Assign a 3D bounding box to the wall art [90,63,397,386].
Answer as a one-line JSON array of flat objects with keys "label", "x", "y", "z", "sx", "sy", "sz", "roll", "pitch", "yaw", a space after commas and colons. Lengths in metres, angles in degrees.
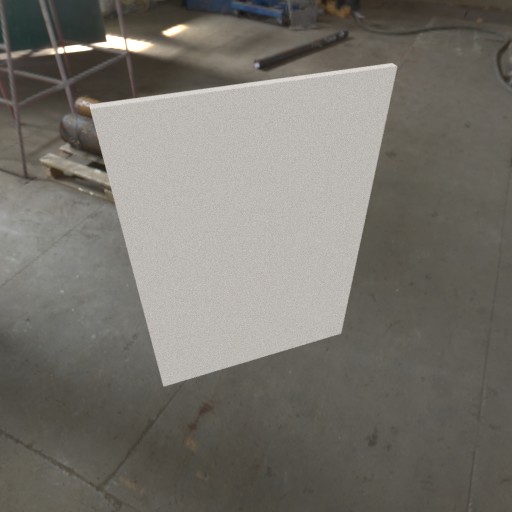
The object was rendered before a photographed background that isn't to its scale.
[{"label": "wall art", "x": 0.000, "y": 0.000, "z": 0.609, "sx": 0.325, "sy": 0.474, "sz": 0.010, "roll": -13, "pitch": 44, "yaw": -14}]
